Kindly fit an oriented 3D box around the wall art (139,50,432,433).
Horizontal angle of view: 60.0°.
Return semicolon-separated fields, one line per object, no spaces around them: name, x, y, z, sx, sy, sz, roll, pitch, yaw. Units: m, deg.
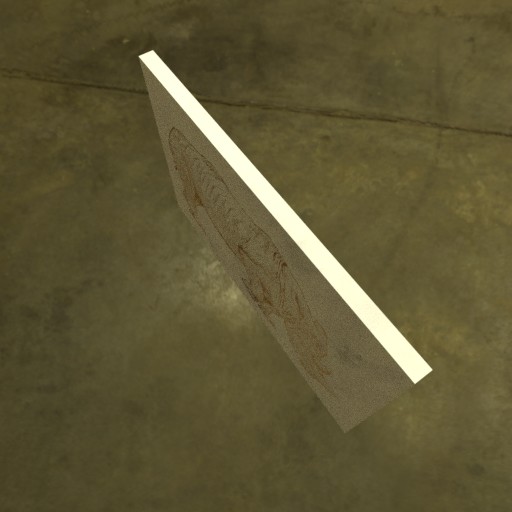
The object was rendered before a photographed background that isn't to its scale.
wall art;0.000;0.000;1.131;0.038;0.610;0.915;-31;66;-16
